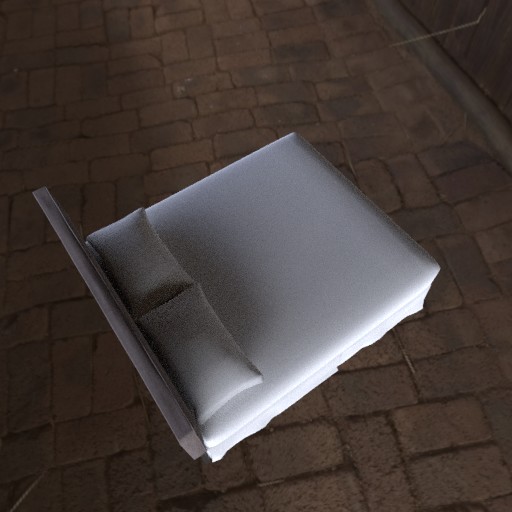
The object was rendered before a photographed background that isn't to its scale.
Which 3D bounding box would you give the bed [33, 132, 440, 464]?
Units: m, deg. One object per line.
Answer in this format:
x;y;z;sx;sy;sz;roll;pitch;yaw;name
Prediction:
0.000;0.000;2.823;1.894;1.089;1.610;-32;64;-18;bed
